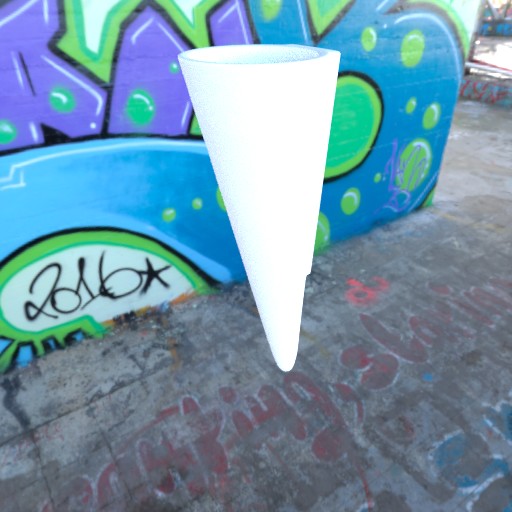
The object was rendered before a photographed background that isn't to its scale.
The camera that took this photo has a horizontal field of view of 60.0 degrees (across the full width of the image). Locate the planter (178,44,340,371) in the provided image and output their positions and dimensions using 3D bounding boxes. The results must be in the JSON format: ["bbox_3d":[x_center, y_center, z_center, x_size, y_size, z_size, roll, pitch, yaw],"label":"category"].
[{"bbox_3d":[0.000,0.000,0.230,0.064,0.193,0.057,-20,37,-30],"label":"planter"}]
